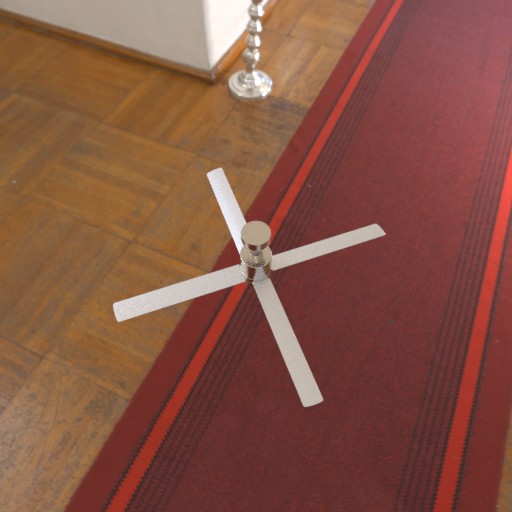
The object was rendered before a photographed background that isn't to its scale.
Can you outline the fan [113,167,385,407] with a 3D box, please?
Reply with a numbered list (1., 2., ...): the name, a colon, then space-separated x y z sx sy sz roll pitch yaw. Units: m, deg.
1. fan: 0.000 0.000 1.974 1.322 0.355 1.322 -17 59 -11
